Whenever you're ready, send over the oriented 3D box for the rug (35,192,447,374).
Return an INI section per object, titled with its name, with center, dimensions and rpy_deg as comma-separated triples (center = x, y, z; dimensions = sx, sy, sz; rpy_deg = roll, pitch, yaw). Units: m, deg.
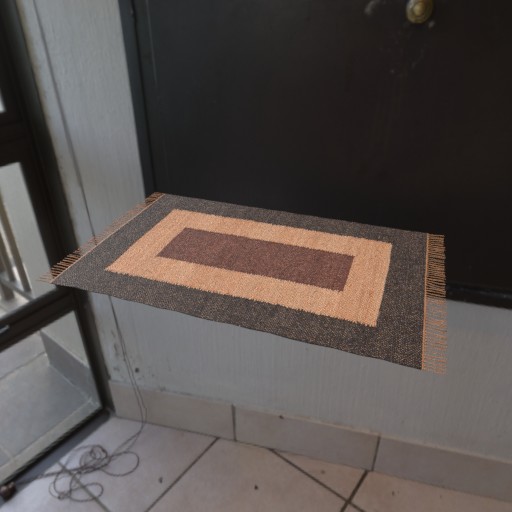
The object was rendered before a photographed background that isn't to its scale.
[rug]
center = 0.000, 0.000, 1.903
dimensions = 1.541, 0.013, 0.920
rpy_deg = 10, 33, 16
